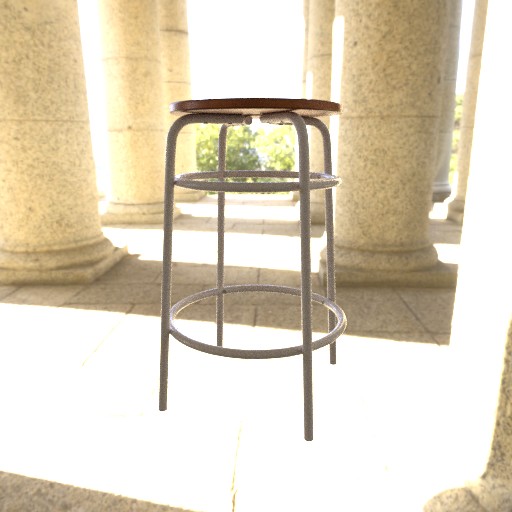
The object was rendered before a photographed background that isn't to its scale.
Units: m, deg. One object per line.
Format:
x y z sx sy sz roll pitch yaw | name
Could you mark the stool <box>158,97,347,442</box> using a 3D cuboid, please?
0.000 0.000 0.946 0.455 0.610 0.455 -7 16 -26 | stool
